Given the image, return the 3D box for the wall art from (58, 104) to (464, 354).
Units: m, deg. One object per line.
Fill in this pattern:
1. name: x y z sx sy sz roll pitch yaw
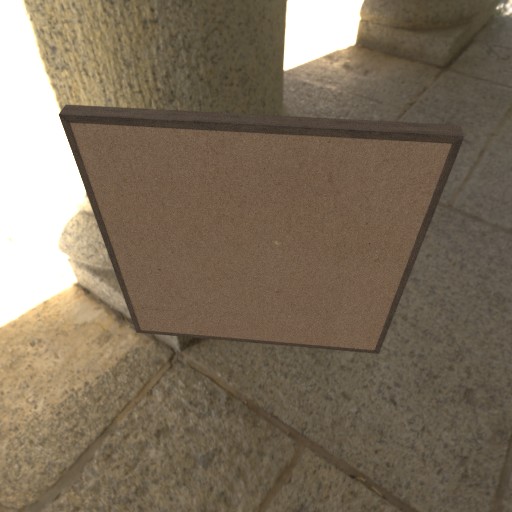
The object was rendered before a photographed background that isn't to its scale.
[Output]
1. wall art: 0.000 0.000 1.120 0.762 0.762 0.038 4 47 4
